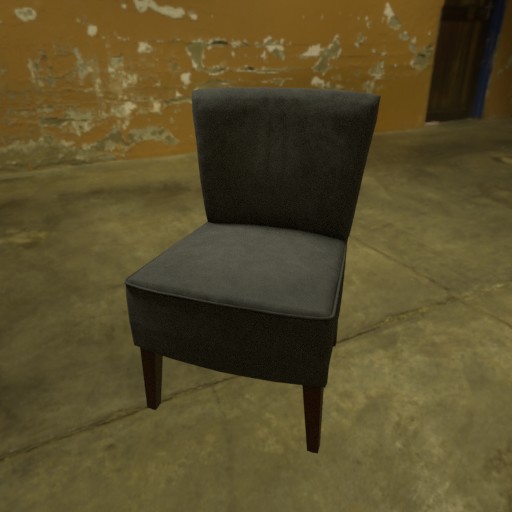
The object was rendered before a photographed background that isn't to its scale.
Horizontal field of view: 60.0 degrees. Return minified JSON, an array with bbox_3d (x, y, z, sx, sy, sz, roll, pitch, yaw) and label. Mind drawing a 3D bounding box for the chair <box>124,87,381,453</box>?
[{"bbox_3d":[0.000,0.000,1.182,0.521,0.806,0.554,8,27,17],"label":"chair"}]
